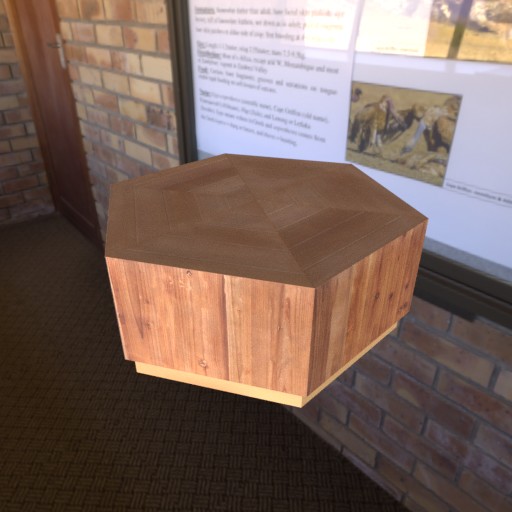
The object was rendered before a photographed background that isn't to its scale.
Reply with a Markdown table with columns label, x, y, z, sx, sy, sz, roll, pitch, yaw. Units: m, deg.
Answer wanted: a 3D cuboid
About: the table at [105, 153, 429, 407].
| label | x | y | z | sx | sy | sz | roll | pitch | yaw |
| --- | --- | --- | --- | --- | --- | --- | --- | --- | --- |
| table | 0.000 | 0.000 | 1.673 | 1.154 | 0.456 | 1.000 | 8 | 31 | 14 |
